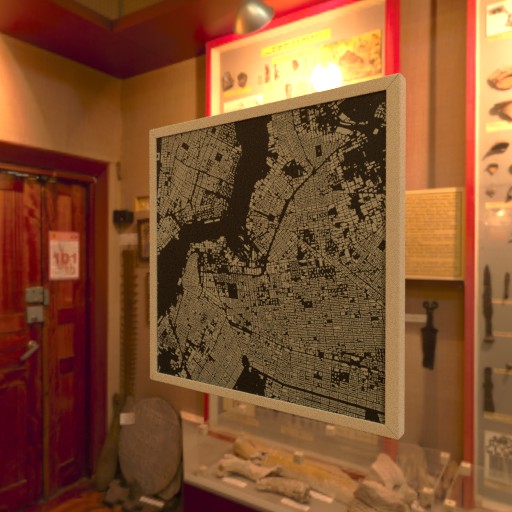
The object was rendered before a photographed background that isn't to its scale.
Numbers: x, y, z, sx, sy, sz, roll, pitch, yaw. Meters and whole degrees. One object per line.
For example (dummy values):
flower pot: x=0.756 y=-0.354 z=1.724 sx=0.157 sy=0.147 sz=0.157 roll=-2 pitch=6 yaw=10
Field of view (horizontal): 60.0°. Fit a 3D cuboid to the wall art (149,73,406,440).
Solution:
wall art: x=0.000 y=0.000 z=1.157 sx=0.761 sy=0.762 sz=0.050 roll=1 pitch=1 yaw=35
